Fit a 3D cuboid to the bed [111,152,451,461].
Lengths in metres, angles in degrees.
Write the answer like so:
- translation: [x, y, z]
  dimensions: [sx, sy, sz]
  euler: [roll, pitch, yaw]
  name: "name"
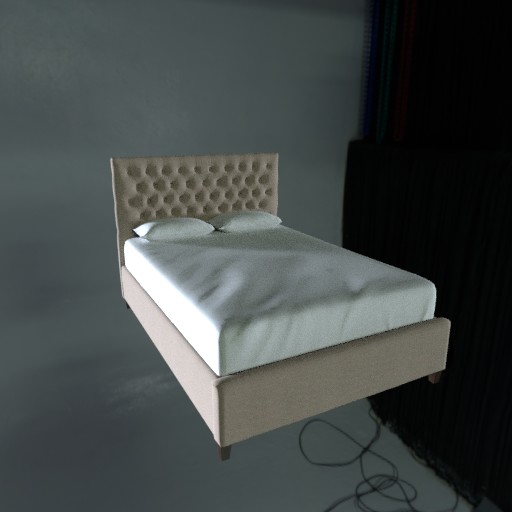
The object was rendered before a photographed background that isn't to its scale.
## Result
- translation: [0.000, 0.000, 3.479]
  dimensions: [1.698, 1.427, 2.387]
  euler: [-8, 18, -26]
  name: "bed"
